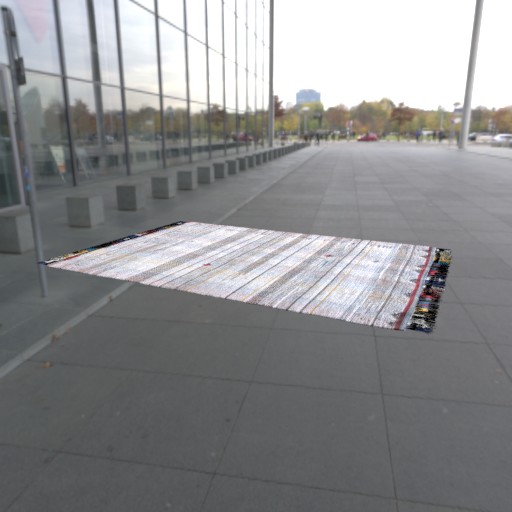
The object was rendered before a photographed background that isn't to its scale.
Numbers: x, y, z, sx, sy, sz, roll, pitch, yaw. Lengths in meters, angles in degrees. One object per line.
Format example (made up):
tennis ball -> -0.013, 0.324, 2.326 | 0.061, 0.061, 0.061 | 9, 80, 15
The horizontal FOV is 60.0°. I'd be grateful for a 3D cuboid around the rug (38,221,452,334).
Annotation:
rug -> 0.000, 0.000, 2.303 | 1.848, 0.012, 1.217 | 8, 17, 25
